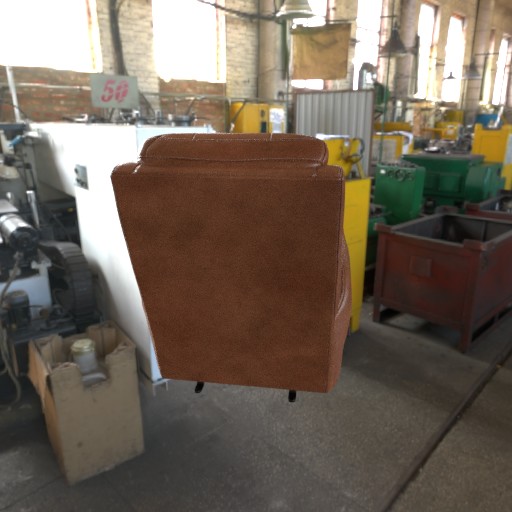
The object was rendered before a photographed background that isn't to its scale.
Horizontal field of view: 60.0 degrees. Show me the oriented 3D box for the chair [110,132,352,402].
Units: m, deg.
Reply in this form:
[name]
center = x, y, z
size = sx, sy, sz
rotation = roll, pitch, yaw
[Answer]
[chair]
center = 0.000, 0.000, 1.856
size = 0.821, 1.016, 1.072
rotation = 3, 17, 9
